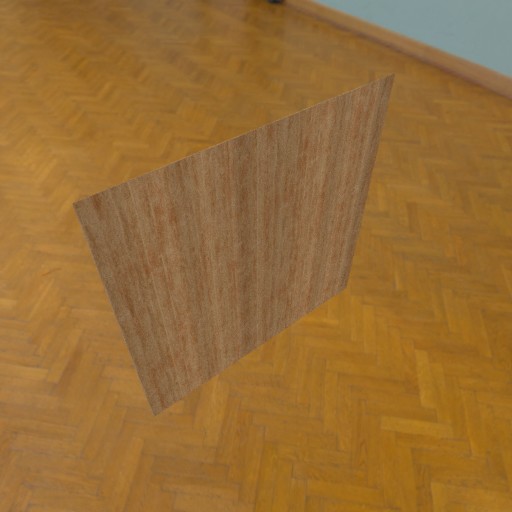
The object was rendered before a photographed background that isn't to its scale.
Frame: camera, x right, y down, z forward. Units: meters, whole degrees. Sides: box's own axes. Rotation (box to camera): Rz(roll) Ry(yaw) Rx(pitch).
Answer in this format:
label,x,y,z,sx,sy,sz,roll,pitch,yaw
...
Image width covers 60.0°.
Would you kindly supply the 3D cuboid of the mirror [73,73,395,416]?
label,x,y,z,sx,sy,sz,roll,pitch,yaw
mirror,0.000,0.000,0.971,0.651,0.651,0.047,-29,53,-25
